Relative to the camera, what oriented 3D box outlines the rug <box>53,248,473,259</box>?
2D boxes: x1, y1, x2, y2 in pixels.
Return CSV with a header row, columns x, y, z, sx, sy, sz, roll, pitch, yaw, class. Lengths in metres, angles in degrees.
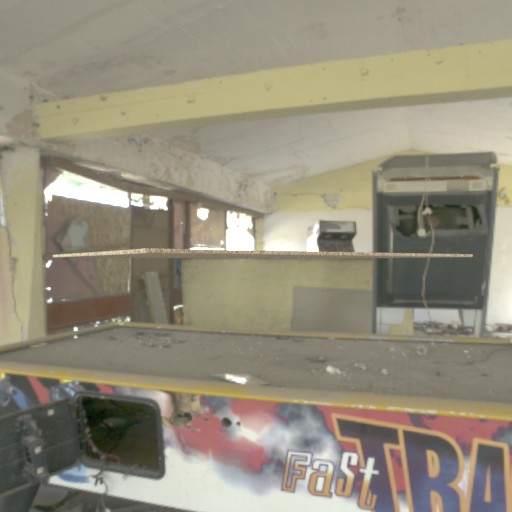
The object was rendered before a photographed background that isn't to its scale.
x,y,z,sx,sy,sz,roll,pitch,yaw,class
0.000,0.000,4.048,3.000,0.025,2.400,1,-1,-35,rug
